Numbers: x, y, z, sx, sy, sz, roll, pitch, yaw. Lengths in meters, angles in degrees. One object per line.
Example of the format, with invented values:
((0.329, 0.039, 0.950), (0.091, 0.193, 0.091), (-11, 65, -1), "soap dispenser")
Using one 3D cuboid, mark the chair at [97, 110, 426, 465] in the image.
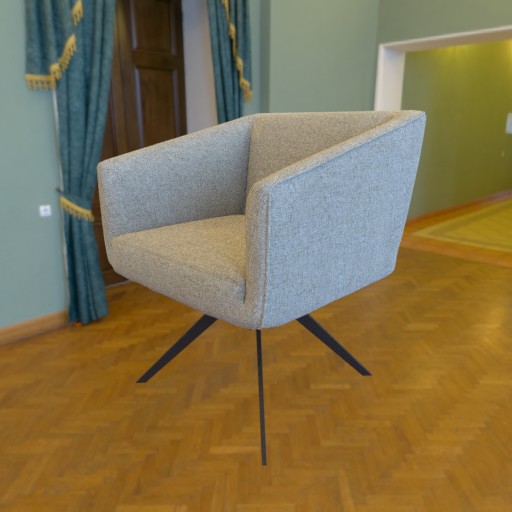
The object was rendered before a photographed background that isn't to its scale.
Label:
((0.000, 0.000, 1.214), (0.628, 0.760, 0.623), (16, 23, 42), "chair")
